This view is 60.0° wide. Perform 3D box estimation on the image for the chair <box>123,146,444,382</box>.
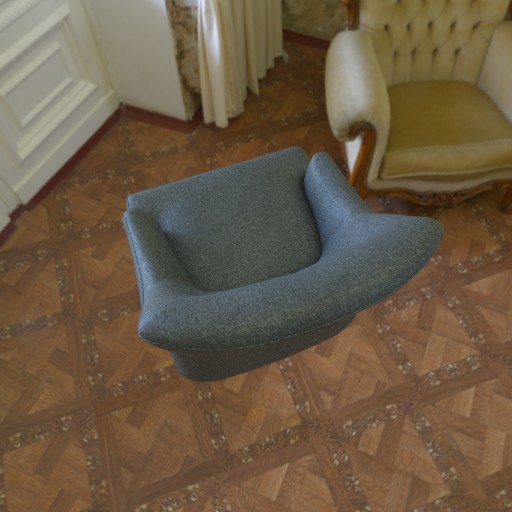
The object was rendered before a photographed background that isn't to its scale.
[{"bbox_3d":[0.000,0.000,1.605,0.864,0.856,0.923,-19,60,-11],"label":"chair"}]
